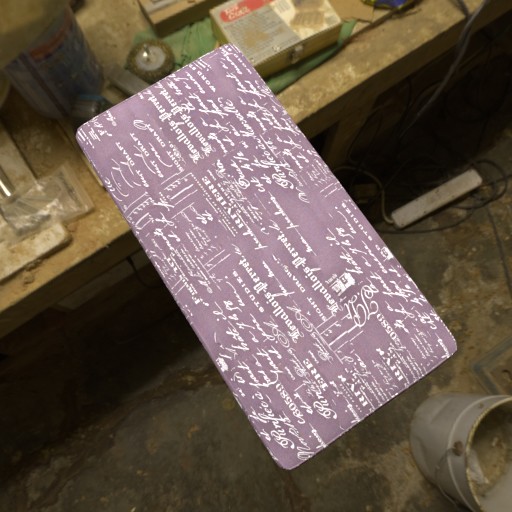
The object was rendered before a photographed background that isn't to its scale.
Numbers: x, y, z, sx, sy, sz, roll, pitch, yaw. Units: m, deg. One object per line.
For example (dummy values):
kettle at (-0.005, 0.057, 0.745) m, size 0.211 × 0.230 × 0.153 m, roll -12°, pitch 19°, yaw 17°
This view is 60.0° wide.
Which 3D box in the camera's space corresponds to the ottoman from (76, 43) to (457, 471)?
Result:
ottoman at (0.000, 0.000, 1.067) m, size 0.406 × 0.457 × 0.813 m, roll -33°, pitch 79°, yaw -7°
